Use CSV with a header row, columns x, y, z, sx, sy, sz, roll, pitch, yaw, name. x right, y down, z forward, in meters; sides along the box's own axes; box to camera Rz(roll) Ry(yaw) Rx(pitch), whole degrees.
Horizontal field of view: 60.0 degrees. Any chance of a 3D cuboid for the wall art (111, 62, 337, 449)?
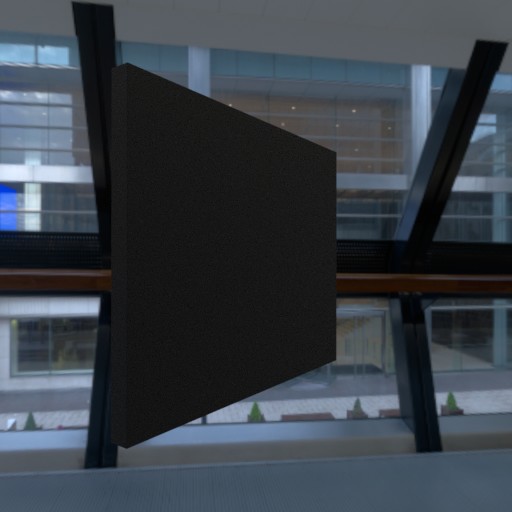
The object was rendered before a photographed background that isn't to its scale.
x,y,z,sx,sy,sz,roll,pitch,yaw,name
0.000,0.000,0.758,0.031,0.457,0.558,0,0,36,wall art
